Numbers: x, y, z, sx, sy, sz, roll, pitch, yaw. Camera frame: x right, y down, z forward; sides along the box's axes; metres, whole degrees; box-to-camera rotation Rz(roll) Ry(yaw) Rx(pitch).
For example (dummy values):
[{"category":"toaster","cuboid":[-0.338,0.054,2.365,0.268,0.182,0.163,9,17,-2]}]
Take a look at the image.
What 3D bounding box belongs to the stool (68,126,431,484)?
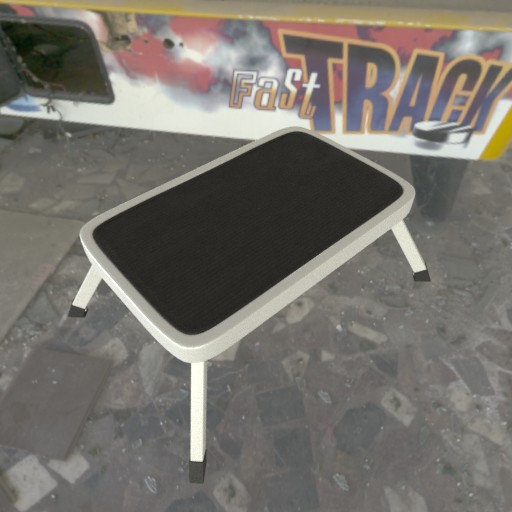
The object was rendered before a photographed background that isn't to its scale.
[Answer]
[{"category":"stool","cuboid":[0.000,0.000,0.609,0.460,0.170,0.320,-32,54,-28]}]
